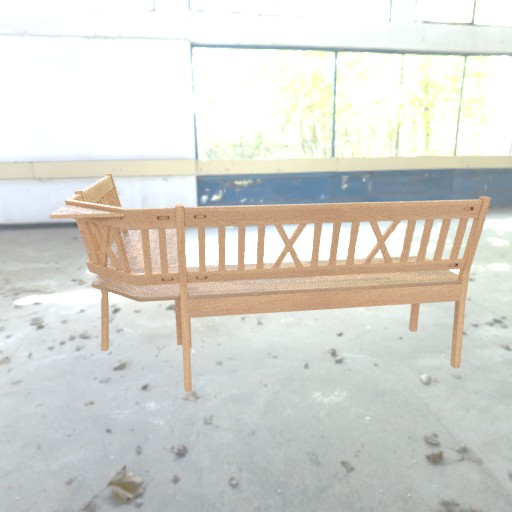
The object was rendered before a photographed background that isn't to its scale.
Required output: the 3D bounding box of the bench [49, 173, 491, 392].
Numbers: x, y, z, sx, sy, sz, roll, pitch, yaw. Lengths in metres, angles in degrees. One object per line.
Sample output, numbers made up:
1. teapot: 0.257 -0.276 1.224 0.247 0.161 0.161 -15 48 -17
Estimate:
1. bench: 0.000 0.000 2.735 1.937 0.902 1.537 -2 16 -9
